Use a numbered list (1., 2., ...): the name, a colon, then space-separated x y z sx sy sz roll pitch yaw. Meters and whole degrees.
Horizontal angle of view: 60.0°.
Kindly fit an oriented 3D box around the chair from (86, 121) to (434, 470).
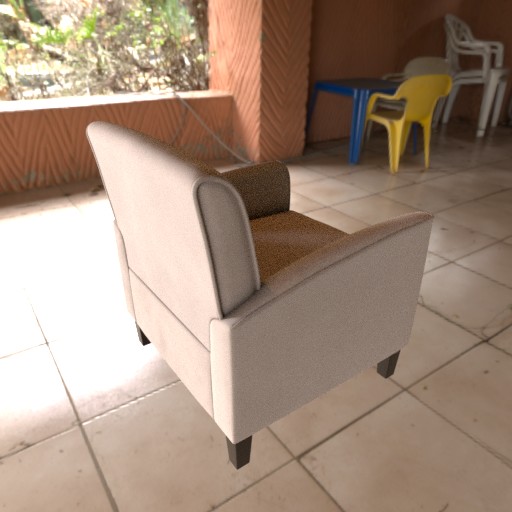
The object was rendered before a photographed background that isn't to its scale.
1. chair: 0.000 0.000 1.547 0.820 0.915 0.820 -18 32 -31
